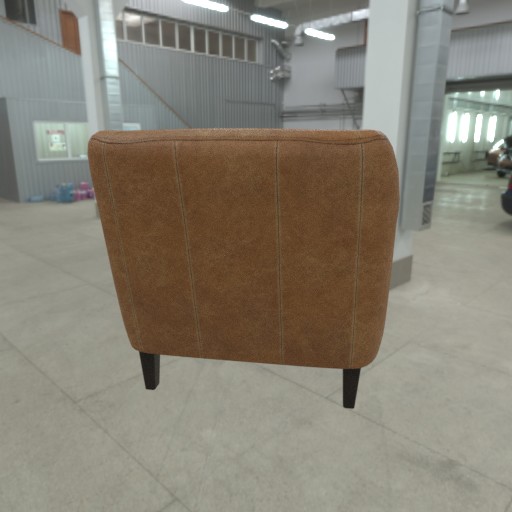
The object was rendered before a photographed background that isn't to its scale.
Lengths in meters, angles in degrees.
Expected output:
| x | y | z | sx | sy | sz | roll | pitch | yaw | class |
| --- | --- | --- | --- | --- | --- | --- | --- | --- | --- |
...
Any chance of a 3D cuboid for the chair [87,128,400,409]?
| x | y | z | sx | sy | sz | roll | pitch | yaw | class |
| --- | --- | --- | --- | --- | --- | --- | --- | --- | --- |
| 0.000 | 0.000 | 1.803 | 1.037 | 0.980 | 1.034 | 2 | 15 | 9 | chair |
